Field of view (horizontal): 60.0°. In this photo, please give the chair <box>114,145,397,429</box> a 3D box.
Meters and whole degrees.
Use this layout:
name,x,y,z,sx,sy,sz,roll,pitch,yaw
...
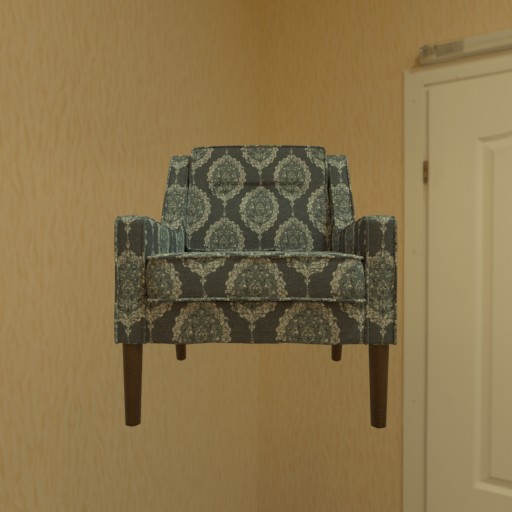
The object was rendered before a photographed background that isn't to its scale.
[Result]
name,x,y,z,sx,sy,sz,roll,pitch,yaw
chair,0.000,0.000,1.350,0.663,0.792,0.743,0,1,1
